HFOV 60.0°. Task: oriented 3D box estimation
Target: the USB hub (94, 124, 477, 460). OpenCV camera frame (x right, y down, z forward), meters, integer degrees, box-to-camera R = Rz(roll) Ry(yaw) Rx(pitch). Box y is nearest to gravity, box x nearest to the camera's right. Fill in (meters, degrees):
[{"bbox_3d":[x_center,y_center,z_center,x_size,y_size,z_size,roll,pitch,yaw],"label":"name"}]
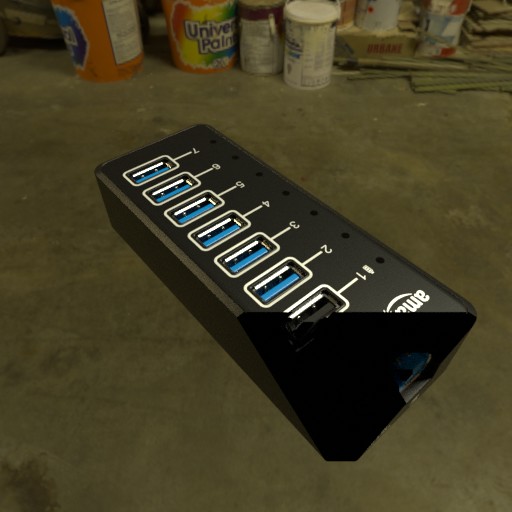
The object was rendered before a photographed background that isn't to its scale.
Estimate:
[{"bbox_3d":[0.000,0.000,0.128,0.044,0.023,0.110,-32,54,-26],"label":"USB hub"}]
